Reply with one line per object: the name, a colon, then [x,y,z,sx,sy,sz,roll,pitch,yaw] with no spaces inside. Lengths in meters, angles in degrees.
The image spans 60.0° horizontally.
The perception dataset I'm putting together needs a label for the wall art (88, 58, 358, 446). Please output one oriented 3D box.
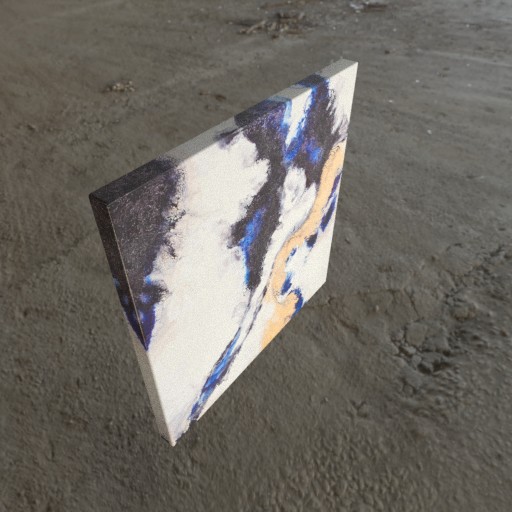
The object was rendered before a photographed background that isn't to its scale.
wall art: [0.000,0.000,0.899,0.039,0.609,0.609,27,49,27]
